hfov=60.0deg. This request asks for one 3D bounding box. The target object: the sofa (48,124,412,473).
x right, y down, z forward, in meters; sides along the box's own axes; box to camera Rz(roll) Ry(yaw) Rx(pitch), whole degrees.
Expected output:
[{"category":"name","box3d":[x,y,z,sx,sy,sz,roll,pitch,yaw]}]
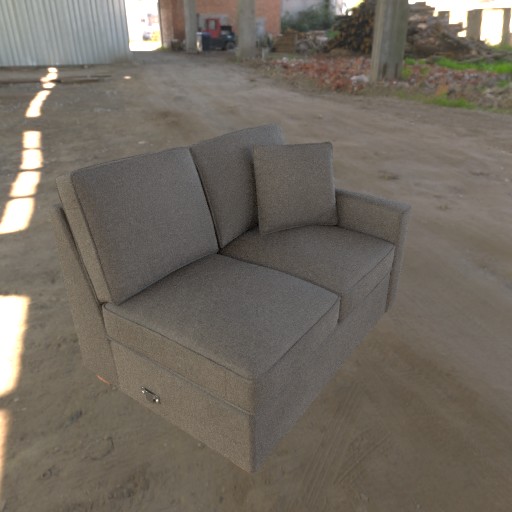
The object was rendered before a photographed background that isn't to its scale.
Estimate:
[{"category":"sofa","box3d":[0.000,0.000,2.048,0.991,0.989,1.388,18,32,32]}]
